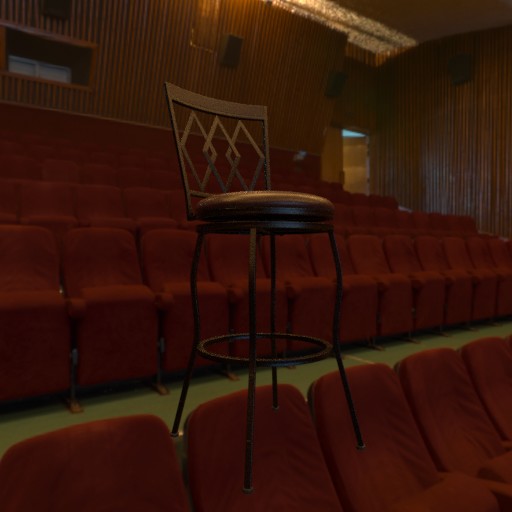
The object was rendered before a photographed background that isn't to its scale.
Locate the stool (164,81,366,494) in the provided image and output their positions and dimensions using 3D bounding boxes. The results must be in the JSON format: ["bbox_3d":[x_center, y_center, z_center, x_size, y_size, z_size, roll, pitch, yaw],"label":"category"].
[{"bbox_3d":[0.000,0.000,1.385,0.432,1.134,0.521,0,0,-36],"label":"stool"}]
